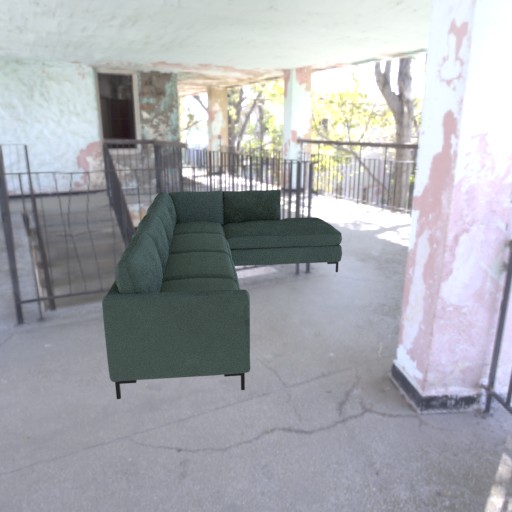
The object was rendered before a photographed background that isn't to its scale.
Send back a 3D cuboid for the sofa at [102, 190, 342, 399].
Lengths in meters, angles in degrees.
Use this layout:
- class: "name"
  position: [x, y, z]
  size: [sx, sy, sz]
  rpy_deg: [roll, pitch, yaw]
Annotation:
- class: "sofa"
  position: [0.000, 0.000, 3.282]
  size: [1.707, 0.687, 2.486]
  rpy_deg: [-2, 16, -7]
